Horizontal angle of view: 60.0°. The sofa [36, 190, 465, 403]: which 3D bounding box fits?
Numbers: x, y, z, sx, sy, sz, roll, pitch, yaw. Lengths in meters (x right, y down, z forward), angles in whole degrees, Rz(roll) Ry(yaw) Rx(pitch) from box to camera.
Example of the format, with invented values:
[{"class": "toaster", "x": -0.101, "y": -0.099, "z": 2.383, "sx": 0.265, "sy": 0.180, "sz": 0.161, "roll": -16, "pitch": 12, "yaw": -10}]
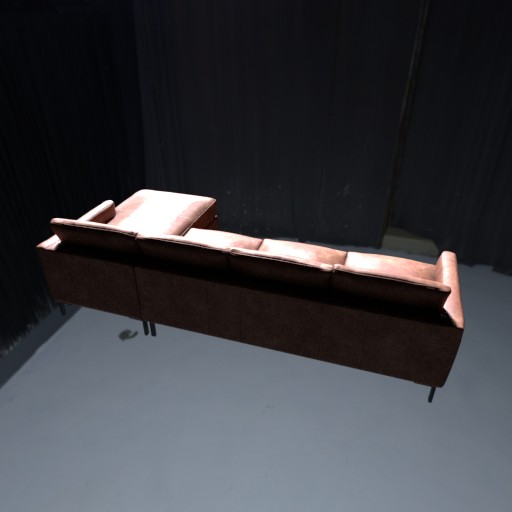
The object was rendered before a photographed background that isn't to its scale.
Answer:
[{"class": "sofa", "x": 0.000, "y": 0.000, "z": 3.602, "sx": 2.993, "sy": 0.859, "sz": 1.471, "roll": 10, "pitch": 33, "yaw": 15}]
